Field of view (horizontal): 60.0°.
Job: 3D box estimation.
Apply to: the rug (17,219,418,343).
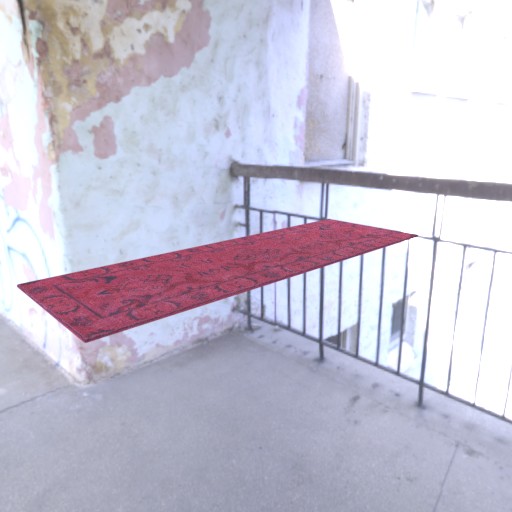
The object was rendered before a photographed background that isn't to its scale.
[{"bbox_3d":[0.000,0.000,2.674,2.439,0.018,0.813,-14,21,-41],"label":"rug"}]
